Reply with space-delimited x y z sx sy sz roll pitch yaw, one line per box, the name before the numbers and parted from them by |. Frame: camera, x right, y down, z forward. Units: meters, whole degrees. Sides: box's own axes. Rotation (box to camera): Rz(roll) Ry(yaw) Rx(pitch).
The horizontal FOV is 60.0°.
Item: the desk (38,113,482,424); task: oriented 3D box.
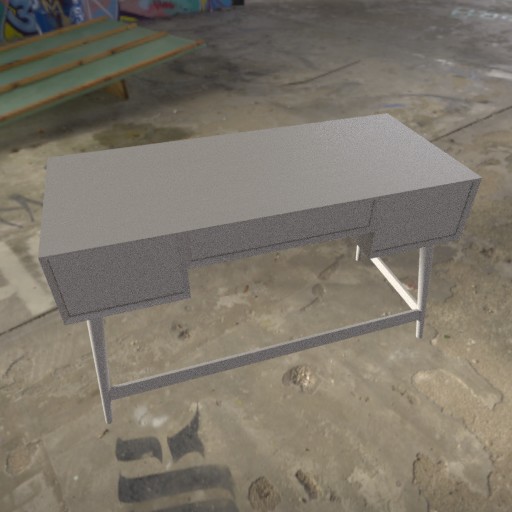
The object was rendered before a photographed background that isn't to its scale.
desk | 0.000 0.000 1.701 1.313 0.762 0.589 -11 40 -14
